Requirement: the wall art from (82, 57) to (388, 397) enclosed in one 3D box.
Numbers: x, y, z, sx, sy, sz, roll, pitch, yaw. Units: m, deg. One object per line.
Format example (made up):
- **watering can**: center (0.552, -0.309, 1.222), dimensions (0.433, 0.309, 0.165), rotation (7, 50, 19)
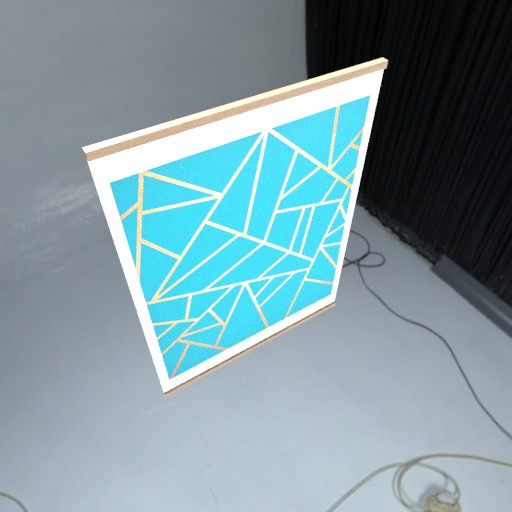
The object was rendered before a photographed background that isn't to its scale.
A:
- **wall art**: center (0.000, 0.000, 0.805), dimensions (0.459, 0.608, 0.012), rotation (-24, 51, -21)
